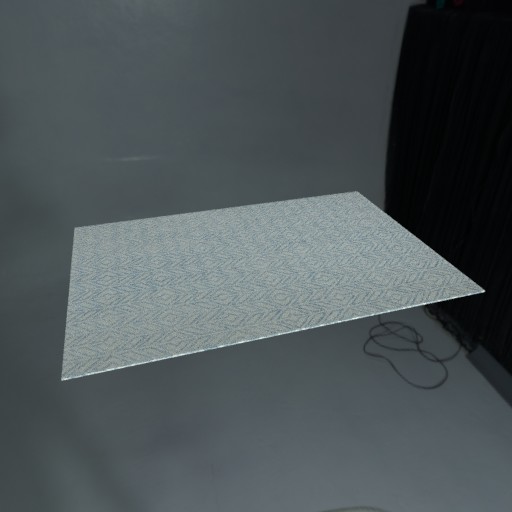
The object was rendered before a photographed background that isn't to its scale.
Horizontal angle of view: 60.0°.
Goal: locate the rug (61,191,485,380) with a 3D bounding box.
[{"bbox_3d":[0.000,0.000,2.303,1.824,0.008,1.220,-9,32,-15],"label":"rug"}]
